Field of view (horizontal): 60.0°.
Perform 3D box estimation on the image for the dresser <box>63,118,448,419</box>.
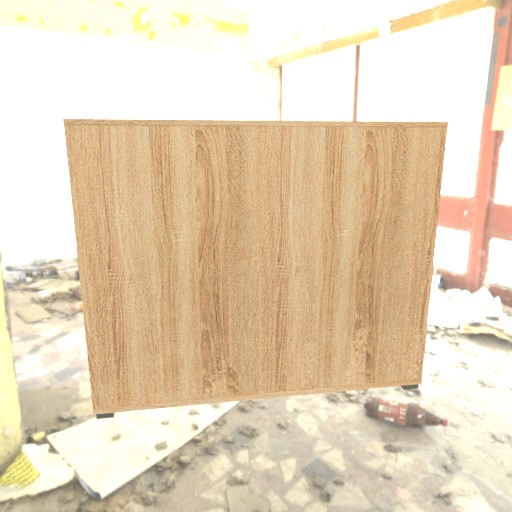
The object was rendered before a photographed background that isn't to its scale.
[{"bbox_3d":[0.000,0.000,1.572,1.100,0.900,0.450,-2,14,-9],"label":"dresser"}]
